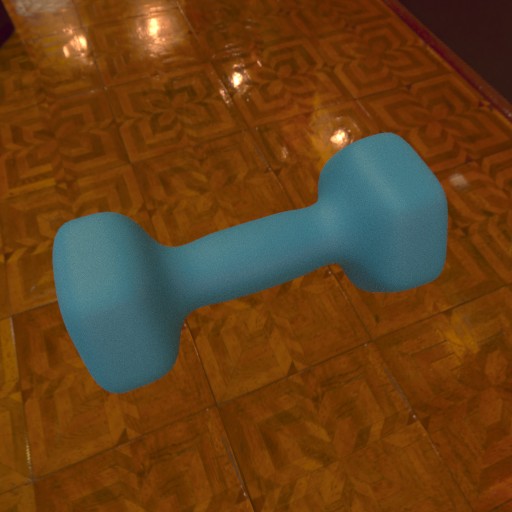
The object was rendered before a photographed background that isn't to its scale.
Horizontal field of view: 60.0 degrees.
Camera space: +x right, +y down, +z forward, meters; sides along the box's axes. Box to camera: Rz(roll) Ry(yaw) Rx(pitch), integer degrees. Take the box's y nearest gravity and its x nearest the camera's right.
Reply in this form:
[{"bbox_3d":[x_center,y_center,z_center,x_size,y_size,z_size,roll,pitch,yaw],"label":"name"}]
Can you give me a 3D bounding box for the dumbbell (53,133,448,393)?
[{"bbox_3d":[0.000,0.000,0.185,0.152,0.066,0.074,-17,59,-11],"label":"dumbbell"}]
